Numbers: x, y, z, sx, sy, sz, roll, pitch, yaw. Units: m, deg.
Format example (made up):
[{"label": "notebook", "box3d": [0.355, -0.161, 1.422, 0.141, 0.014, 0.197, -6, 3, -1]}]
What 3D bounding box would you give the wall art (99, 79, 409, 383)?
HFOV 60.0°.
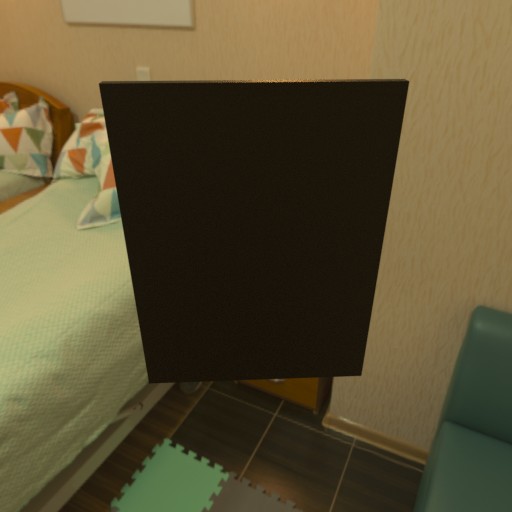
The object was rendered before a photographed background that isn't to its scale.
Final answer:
[{"label": "wall art", "box3d": [0.000, 0.000, 1.431, 0.806, 1.062, 0.038, -1, 30, -2]}]
